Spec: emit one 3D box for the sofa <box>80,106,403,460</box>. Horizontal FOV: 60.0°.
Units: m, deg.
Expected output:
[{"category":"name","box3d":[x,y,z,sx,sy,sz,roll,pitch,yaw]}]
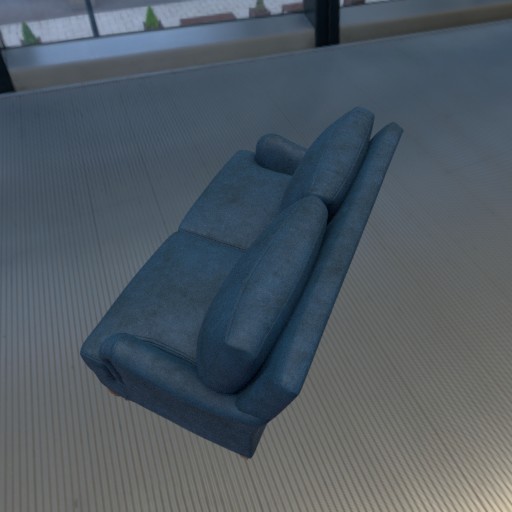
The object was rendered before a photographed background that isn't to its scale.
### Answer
[{"category":"sofa","box3d":[0.000,0.000,2.475,1.084,1.101,1.853,18,50,16]}]
